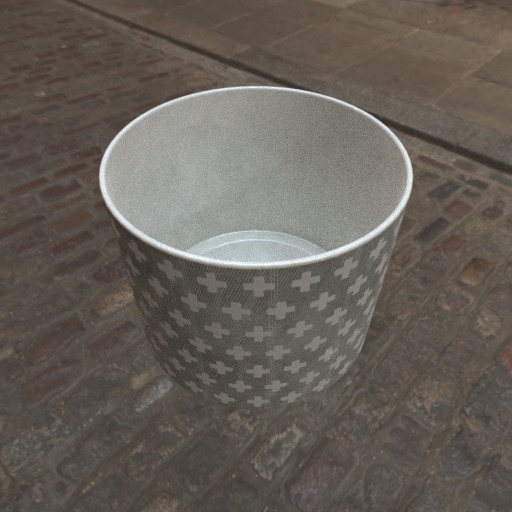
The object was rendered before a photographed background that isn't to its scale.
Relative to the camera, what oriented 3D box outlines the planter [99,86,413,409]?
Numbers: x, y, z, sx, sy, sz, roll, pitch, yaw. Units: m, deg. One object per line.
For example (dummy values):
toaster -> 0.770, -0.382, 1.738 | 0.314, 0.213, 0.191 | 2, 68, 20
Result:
planter -> 0.000, 0.000, 0.448 | 0.250, 0.239, 0.250 | 0, 46, 0
